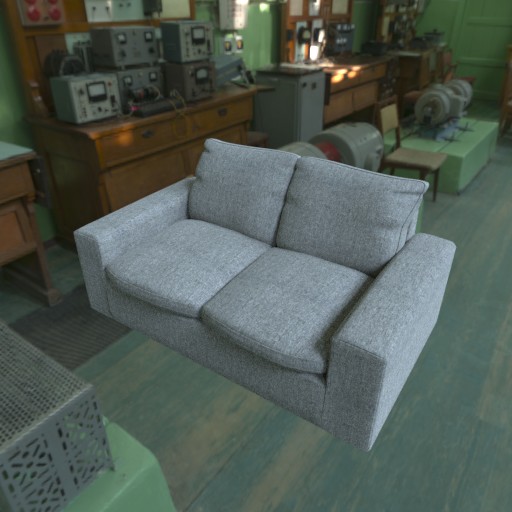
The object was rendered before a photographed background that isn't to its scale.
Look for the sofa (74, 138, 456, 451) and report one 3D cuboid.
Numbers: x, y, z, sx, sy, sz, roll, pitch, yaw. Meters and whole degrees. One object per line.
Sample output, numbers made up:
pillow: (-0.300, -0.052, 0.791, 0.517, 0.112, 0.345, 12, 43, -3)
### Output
sofa: (0.000, 0.000, 2.364, 1.758, 0.877, 1.094, 19, 35, 29)
